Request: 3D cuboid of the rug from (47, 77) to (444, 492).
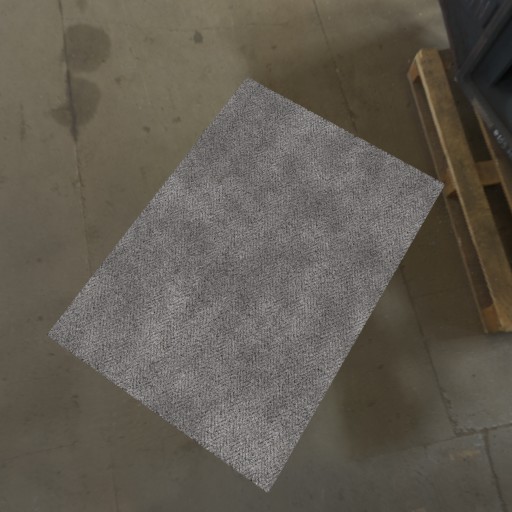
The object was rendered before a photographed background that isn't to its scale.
[{"bbox_3d":[0.000,0.000,2.853,1.600,0.008,2.235,32,76,9],"label":"rug"}]
